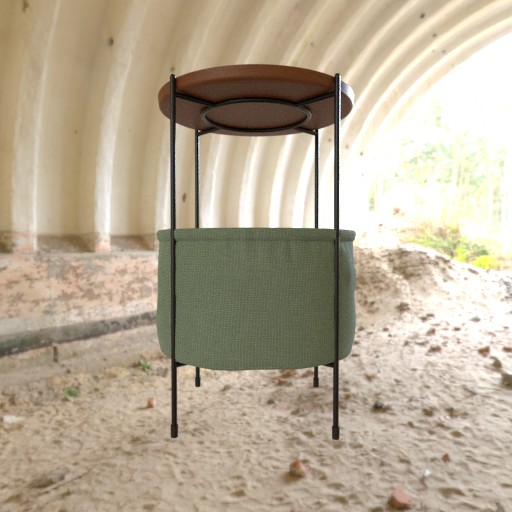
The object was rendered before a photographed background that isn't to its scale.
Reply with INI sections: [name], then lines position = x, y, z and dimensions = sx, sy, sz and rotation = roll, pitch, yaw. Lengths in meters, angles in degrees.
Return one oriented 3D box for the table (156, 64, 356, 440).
[table]
position = 0.000, 0.000, 0.898
dimensions = 0.400, 0.623, 0.400
rotation = 0, 1, 1
